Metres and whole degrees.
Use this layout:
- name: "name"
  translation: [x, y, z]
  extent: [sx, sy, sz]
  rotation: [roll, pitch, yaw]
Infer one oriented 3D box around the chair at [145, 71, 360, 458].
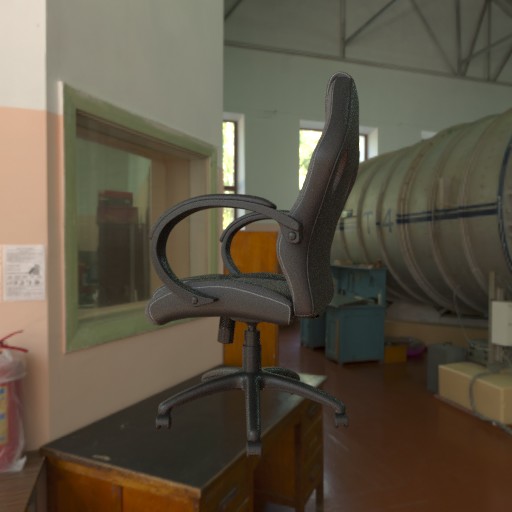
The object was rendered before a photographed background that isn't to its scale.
- name: "chair"
  translation: [0.000, 0.000, 1.625]
  extent: [0.724, 1.187, 0.673]
  rotation: [0, 1, 17]
